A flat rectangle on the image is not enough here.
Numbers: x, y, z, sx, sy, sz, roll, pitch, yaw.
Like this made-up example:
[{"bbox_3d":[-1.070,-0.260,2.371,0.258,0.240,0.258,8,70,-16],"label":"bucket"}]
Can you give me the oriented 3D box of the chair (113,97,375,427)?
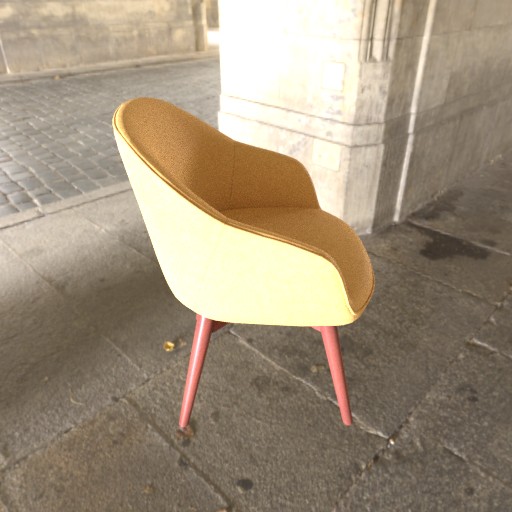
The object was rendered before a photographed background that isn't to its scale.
[{"bbox_3d":[0.000,0.000,1.238,0.635,0.823,0.596,0,31,-1],"label":"chair"}]
